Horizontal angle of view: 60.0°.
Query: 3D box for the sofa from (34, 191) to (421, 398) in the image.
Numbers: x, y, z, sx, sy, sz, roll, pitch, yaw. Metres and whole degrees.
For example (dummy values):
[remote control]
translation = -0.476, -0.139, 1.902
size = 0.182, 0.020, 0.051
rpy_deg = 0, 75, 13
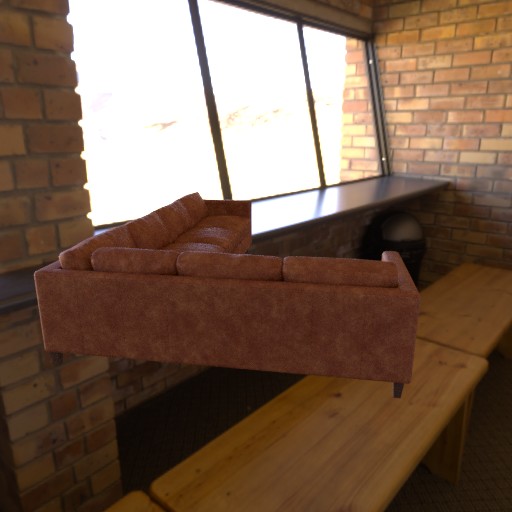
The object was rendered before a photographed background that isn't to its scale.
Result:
[sofa]
translation = 0.000, 0.000, 4.270
size = 2.438, 0.838, 3.150
rpy_deg = 3, 16, 9
